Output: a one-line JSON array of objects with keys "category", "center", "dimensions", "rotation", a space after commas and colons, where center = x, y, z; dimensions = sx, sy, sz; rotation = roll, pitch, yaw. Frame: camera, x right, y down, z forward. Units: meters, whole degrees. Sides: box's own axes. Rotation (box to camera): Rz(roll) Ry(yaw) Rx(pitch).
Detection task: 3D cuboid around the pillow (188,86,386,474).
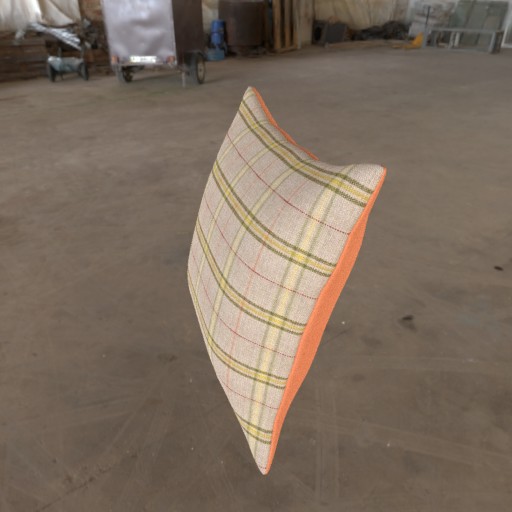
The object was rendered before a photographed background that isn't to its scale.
[{"category": "pillow", "center": [0.000, 0.000, 0.695], "dimensions": [0.200, 0.430, 0.453], "rotation": [-9, 32, -14]}]
